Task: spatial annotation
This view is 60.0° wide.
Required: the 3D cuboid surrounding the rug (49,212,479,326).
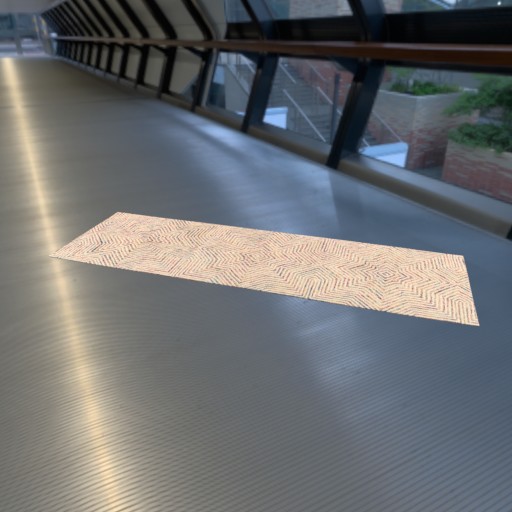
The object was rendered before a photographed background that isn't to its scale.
[{"bbox_3d":[0.000,0.000,2.732,2.443,0.009,0.771,8,29,15],"label":"rug"}]
